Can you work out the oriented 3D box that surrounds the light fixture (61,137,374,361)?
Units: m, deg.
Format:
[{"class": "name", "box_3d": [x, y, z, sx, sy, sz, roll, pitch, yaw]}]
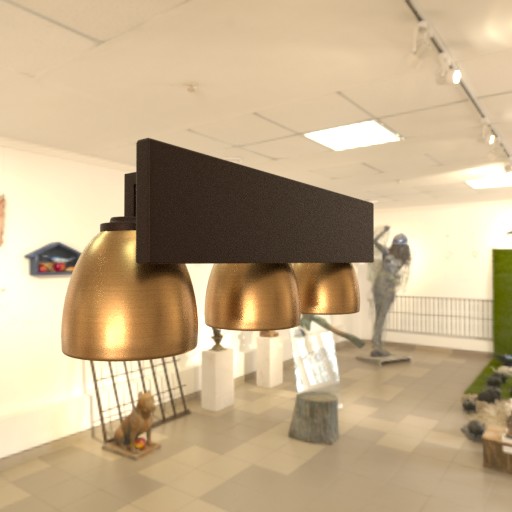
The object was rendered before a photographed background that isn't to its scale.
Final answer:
[{"class": "light fixture", "box_3d": [0.000, 0.000, 0.656, 0.157, 0.204, 0.582, -1, -1, 36]}]
